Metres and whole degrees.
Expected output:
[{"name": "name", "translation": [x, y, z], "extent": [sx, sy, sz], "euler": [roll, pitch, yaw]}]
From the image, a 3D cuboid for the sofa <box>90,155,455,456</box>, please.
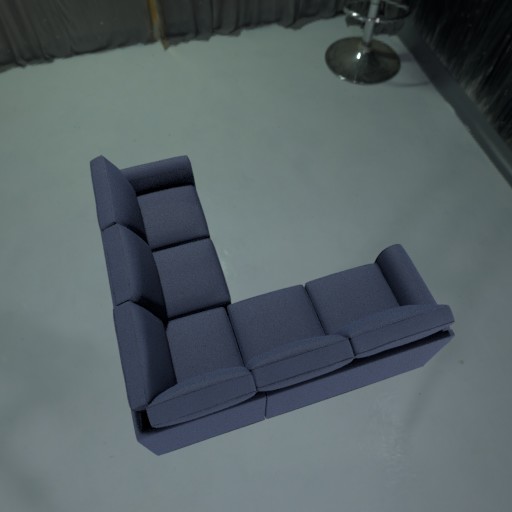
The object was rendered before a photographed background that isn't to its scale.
[{"name": "sofa", "translation": [0.000, 0.000, 3.983], "extent": [2.487, 1.042, 2.562], "euler": [-15, 60, -9]}]
